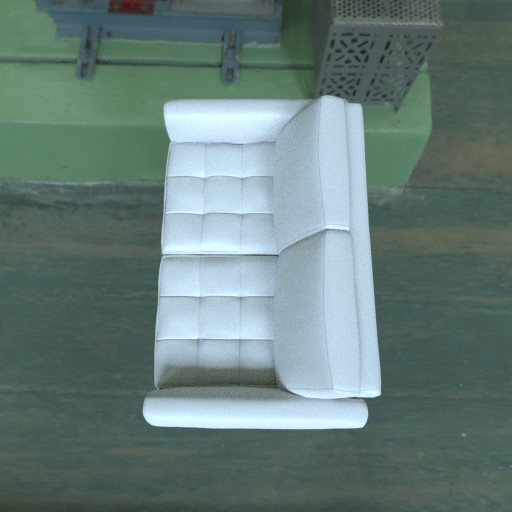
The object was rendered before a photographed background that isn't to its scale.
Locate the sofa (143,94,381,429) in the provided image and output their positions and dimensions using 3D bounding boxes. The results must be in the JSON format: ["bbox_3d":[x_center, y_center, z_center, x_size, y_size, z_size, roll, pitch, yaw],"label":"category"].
[{"bbox_3d":[0.000,0.000,2.467,1.121,0.930,1.819,0,75,0],"label":"sofa"}]
